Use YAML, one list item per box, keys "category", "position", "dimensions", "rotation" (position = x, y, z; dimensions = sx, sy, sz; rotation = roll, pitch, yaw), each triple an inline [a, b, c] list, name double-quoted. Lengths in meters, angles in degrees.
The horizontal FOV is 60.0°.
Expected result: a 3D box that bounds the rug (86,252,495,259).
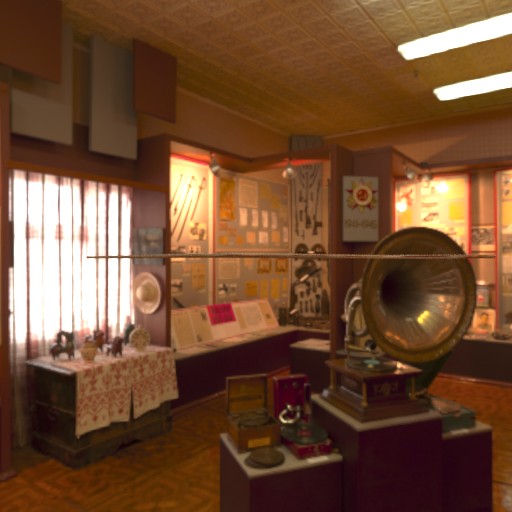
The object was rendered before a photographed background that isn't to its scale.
- category: "rug"
  position: [0.000, 0.000, 2.510]
  dimensions: [2.320, 0.032, 0.692]
  rotation: [0, 0, 37]
